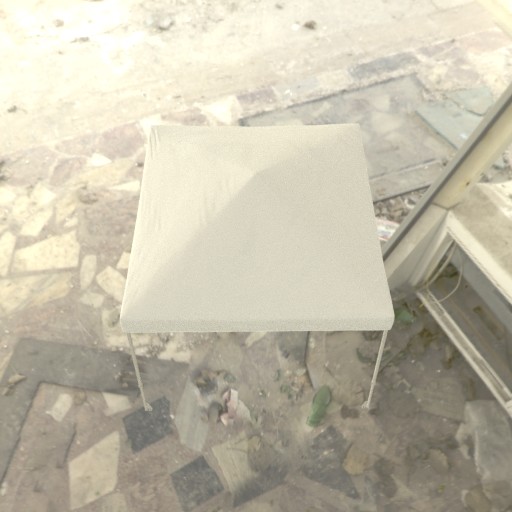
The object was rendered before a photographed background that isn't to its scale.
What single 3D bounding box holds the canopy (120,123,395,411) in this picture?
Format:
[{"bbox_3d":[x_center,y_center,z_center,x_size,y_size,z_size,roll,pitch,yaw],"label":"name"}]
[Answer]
[{"bbox_3d":[0.000,0.000,6.504,3.599,3.600,3.600,-1,59,0],"label":"canopy"}]
